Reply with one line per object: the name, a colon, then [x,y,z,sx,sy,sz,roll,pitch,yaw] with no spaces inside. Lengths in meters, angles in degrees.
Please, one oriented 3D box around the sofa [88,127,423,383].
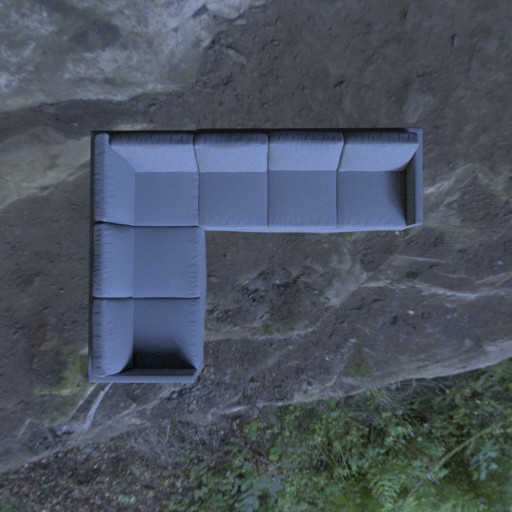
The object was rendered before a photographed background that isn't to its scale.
sofa: [0.000,0.000,4.442,3.182,0.871,2.432,0,89,1]
